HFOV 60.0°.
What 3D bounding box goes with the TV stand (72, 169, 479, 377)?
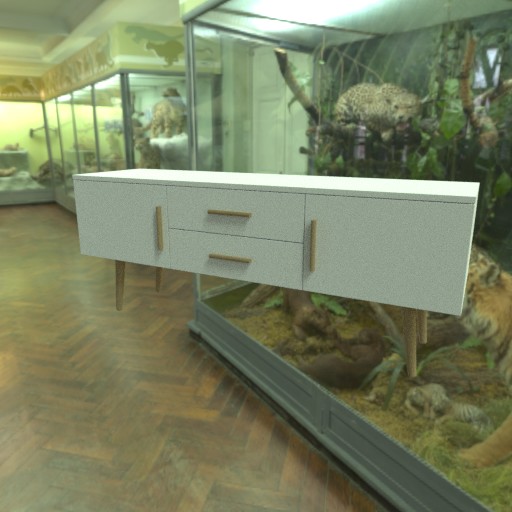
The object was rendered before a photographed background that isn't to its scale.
[{"bbox_3d":[0.000,0.000,1.623,1.398,0.560,0.401,8,17,26],"label":"TV stand"}]
